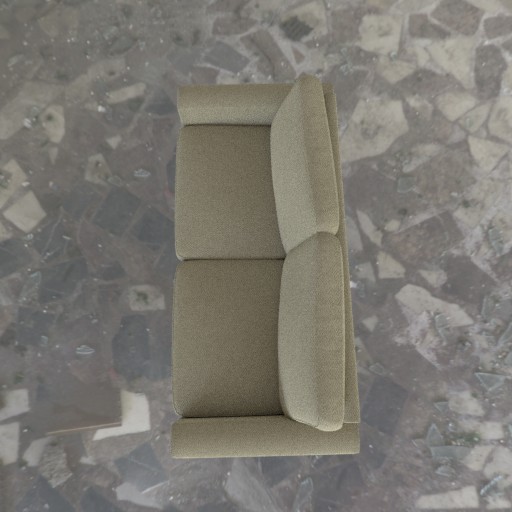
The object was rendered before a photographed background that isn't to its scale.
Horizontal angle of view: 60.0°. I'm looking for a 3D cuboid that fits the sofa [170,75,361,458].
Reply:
[{"bbox_3d":[0.000,0.000,2.645,1.016,0.873,2.179,-1,76,0],"label":"sofa"}]
